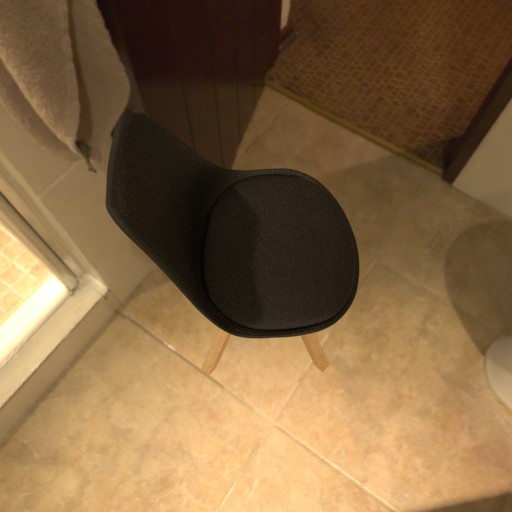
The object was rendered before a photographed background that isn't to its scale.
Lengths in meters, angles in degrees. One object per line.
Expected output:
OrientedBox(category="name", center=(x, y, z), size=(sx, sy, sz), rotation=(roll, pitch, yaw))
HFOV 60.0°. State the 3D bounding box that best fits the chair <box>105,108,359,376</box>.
OrientedBox(category="chair", center=(0.000, 0.000, 1.194), size=(0.549, 0.850, 0.485), rotation=(-2, 64, -1))
